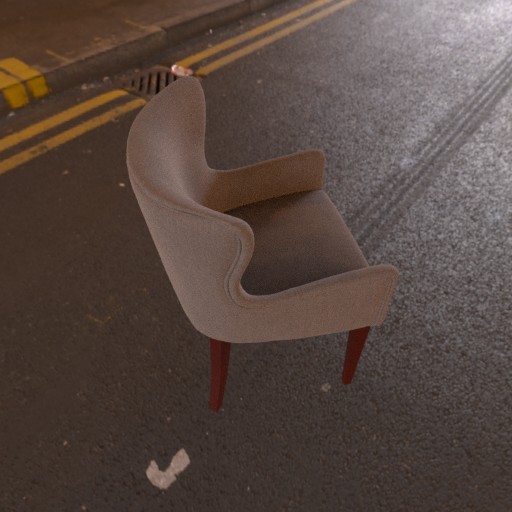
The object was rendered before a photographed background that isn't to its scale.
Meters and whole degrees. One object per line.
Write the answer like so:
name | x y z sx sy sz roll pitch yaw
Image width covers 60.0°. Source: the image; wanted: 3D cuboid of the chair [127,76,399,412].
chair | 0.000 0.000 1.477 0.677 0.948 0.732 -9 46 -9
